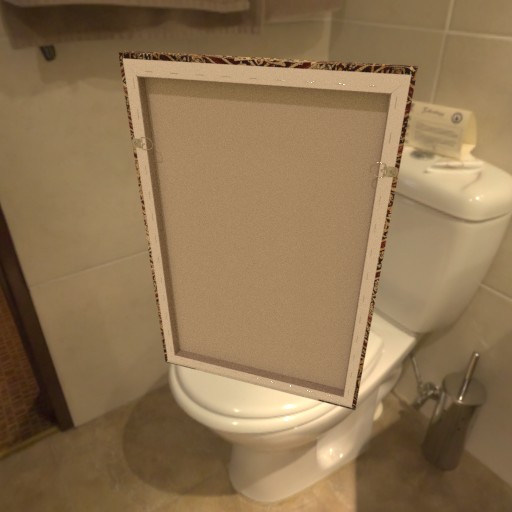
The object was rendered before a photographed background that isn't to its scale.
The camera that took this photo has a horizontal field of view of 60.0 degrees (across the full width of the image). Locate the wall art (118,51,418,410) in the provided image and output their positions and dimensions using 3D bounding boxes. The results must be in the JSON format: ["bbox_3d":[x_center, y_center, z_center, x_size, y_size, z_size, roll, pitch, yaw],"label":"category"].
[{"bbox_3d":[0.000,0.000,0.729,0.397,0.599,0.020,10,34,15],"label":"wall art"}]
